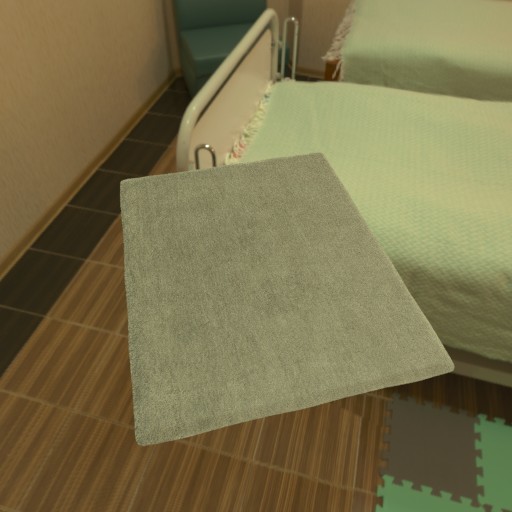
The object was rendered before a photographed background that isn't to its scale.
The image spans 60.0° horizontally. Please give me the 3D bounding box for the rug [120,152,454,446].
[{"bbox_3d":[0.000,0.000,4.009,2.332,0.027,2.933,-10,47,-10],"label":"rug"}]
